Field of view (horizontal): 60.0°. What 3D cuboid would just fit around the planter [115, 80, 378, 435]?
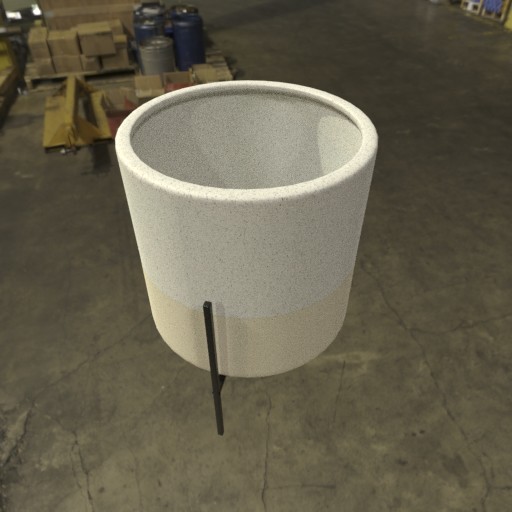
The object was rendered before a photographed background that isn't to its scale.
[{"bbox_3d":[0.000,0.000,0.673,0.335,0.423,0.313,-11,43,-12],"label":"planter"}]
